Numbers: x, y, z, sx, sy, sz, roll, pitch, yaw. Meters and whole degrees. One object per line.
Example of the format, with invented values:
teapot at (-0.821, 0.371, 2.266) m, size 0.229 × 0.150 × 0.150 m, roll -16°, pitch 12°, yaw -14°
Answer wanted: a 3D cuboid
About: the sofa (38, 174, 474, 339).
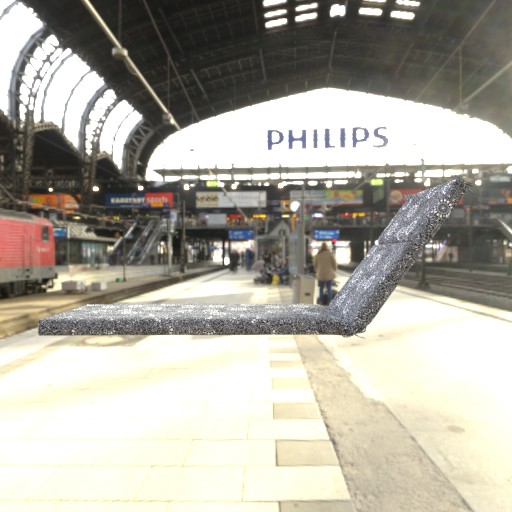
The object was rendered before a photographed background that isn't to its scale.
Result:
sofa at (0.000, 0.000, 1.931) m, size 1.663 × 0.622 × 0.582 m, roll 0°, pitch 0°, yaw -1°
